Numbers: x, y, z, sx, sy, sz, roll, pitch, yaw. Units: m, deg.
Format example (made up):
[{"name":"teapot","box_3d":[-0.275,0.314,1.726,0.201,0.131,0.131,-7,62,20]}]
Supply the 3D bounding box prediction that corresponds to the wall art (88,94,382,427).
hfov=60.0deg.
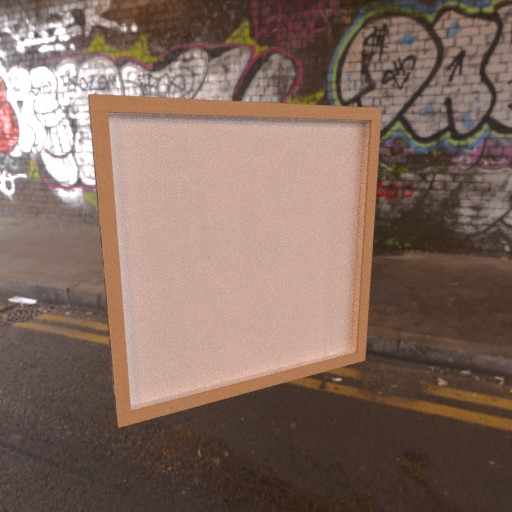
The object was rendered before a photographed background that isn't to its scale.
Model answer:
[{"name":"wall art","box_3d":[0.000,0.000,1.388,0.914,0.914,0.038,-7,16,-26]}]
